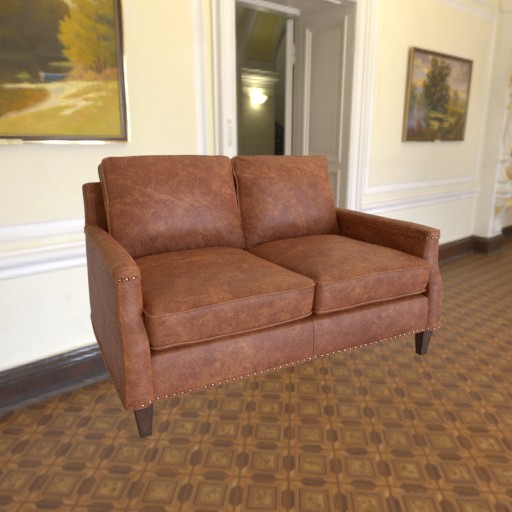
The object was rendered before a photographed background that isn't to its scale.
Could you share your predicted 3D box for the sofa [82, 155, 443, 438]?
[{"bbox_3d":[0.000,0.000,2.275,1.597,1.003,1.084,-7,16,-26],"label":"sofa"}]
